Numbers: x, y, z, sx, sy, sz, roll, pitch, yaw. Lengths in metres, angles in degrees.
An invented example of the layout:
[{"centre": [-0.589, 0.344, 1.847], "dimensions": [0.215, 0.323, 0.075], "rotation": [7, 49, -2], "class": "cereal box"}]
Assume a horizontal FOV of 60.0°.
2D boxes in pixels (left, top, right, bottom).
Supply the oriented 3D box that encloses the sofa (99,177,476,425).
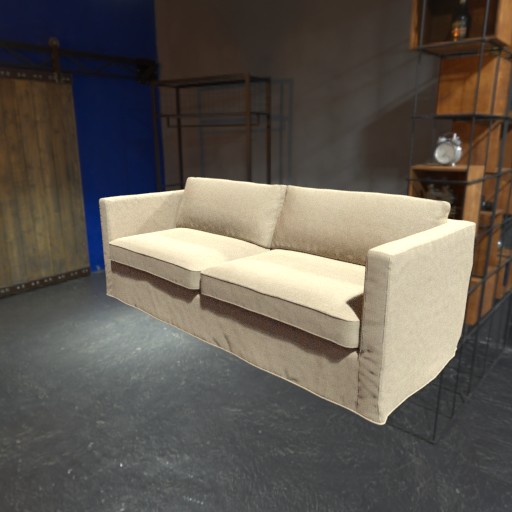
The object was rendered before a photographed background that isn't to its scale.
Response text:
[{"centre": [0.000, 0.000, 2.799], "dimensions": [2.312, 0.853, 0.962], "rotation": [14, 20, 42], "class": "sofa"}]
